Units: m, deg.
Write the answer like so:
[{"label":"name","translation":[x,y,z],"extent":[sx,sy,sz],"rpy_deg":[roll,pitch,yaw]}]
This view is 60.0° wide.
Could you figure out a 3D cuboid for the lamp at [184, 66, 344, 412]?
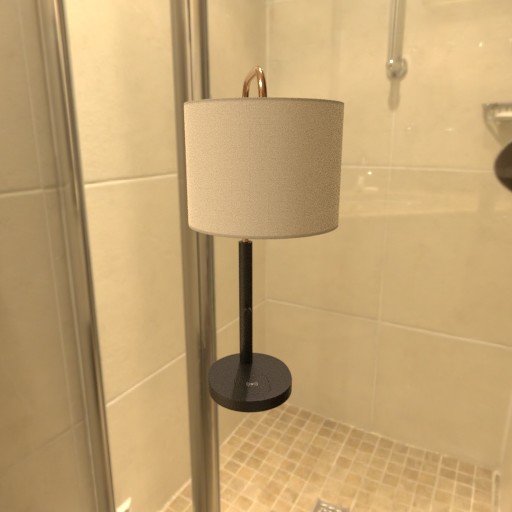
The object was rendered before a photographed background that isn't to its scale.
[{"label":"lamp","translation":[0.000,0.000,0.680],"extent":[0.199,0.540,0.337],"rpy_deg":[-2,15,-8]}]
